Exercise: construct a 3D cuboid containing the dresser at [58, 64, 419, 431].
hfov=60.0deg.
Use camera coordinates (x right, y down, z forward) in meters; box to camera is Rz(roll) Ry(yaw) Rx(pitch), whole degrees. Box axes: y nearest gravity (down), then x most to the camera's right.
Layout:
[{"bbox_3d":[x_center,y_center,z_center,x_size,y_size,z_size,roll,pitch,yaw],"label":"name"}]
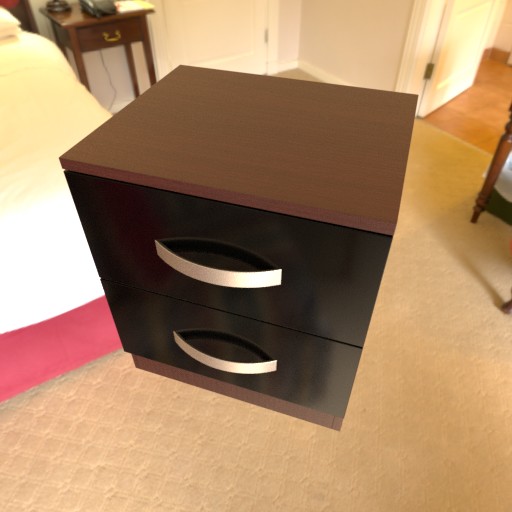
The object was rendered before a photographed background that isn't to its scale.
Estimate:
[{"bbox_3d":[0.000,0.000,0.753,0.400,0.470,0.360,13,44,14],"label":"dresser"}]
